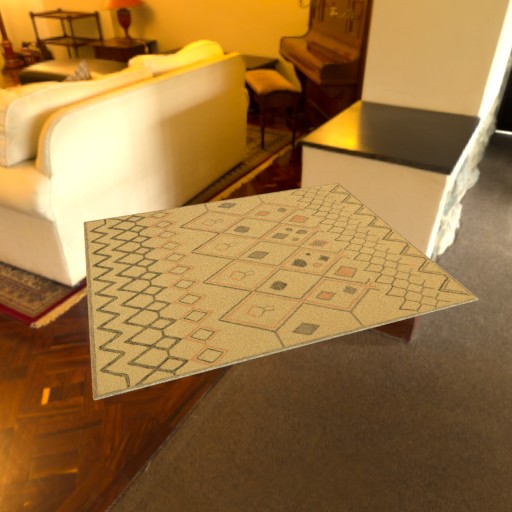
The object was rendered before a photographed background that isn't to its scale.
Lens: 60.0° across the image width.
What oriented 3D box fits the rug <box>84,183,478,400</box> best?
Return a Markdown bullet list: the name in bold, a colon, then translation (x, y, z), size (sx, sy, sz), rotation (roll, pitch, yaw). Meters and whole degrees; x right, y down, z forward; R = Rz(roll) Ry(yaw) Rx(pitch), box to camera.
- **rug**: translation (0.000, 0.000, 4.198), size (3.050, 0.016, 2.441), rotation (-11, 35, -16)
